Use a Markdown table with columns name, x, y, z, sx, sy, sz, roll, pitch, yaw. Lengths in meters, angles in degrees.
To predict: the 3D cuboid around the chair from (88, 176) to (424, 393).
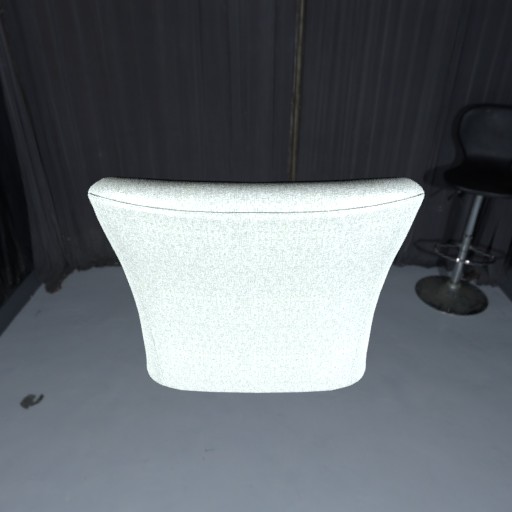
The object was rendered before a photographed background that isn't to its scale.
| name | x | y | z | sx | sy | sz | roll | pitch | yaw |
| --- | --- | --- | --- | --- | --- | --- | --- | --- | --- |
| chair | 0.000 | 0.000 | 1.583 | 0.864 | 0.856 | 0.923 | 0 | 30 | 0 |
